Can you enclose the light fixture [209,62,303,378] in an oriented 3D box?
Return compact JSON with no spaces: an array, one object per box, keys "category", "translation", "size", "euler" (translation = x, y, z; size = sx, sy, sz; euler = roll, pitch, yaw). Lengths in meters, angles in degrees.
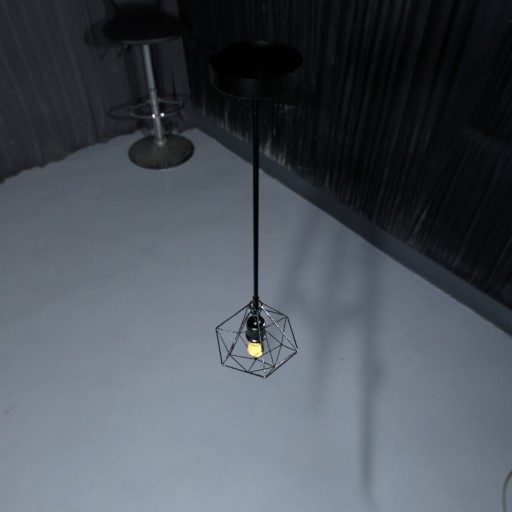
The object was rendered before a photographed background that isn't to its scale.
[{"category":"light fixture","translation":[0.000,0.000,2.012],"size":[0.487,1.764,0.431],"euler":[-33,54,-28]}]
